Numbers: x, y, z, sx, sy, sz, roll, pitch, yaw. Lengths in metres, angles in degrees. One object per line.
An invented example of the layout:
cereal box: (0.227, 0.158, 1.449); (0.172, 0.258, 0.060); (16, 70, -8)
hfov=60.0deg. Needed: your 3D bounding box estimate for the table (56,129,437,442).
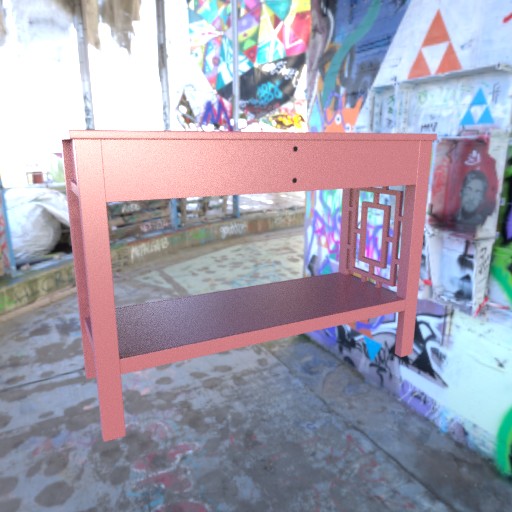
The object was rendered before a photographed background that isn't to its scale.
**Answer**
table: (0.000, 0.000, 1.412); (1.068, 0.753, 0.397); (-7, 16, -26)
